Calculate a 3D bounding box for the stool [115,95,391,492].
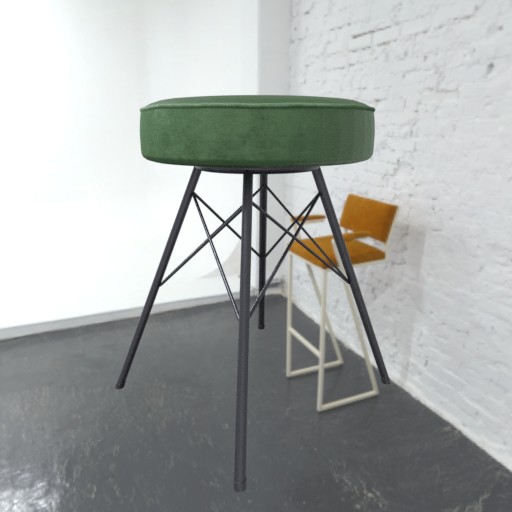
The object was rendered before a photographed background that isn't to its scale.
[{"bbox_3d":[0.000,0.000,0.896,0.457,0.595,0.430,-15,21,-42],"label":"stool"}]
